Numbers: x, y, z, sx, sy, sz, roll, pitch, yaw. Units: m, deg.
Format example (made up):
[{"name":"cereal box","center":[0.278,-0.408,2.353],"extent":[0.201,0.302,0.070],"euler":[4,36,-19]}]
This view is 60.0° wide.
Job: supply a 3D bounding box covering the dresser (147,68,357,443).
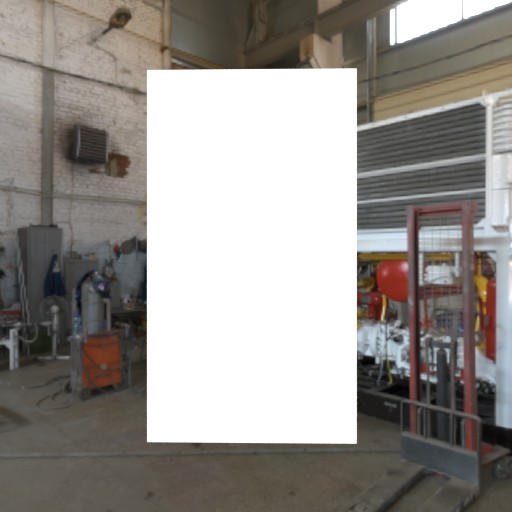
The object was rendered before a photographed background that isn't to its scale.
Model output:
[{"name":"dresser","center":[0.000,0.000,1.522],"extent":[0.460,0.820,1.100],"euler":[0,0,1]}]
